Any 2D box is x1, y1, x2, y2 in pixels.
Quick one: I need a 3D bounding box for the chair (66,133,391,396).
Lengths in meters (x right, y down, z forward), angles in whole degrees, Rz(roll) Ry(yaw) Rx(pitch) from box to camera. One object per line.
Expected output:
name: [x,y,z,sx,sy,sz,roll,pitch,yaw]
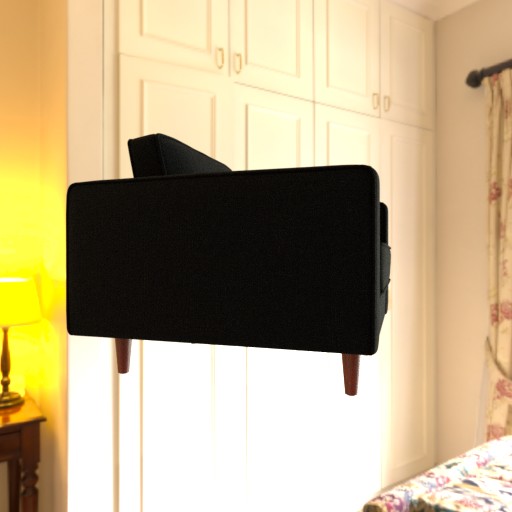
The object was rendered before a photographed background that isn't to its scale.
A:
chair: [0.000,0.000,1.590,0.920,0.770,0.899,0,0,18]
